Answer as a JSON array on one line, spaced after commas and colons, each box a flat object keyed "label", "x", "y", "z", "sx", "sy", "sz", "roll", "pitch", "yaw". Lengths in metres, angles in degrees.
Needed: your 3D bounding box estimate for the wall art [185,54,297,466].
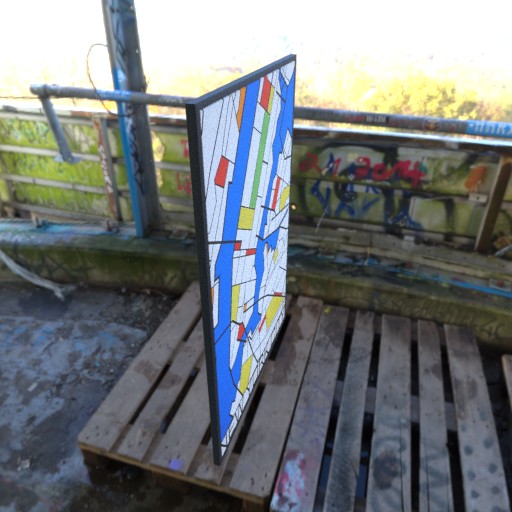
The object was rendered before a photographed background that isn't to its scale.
[{"label": "wall art", "x": 0.000, "y": 0.000, "z": 0.852, "sx": 0.013, "sy": 0.660, "sz": 0.460, "roll": 10, "pitch": 33, "yaw": 16}]
